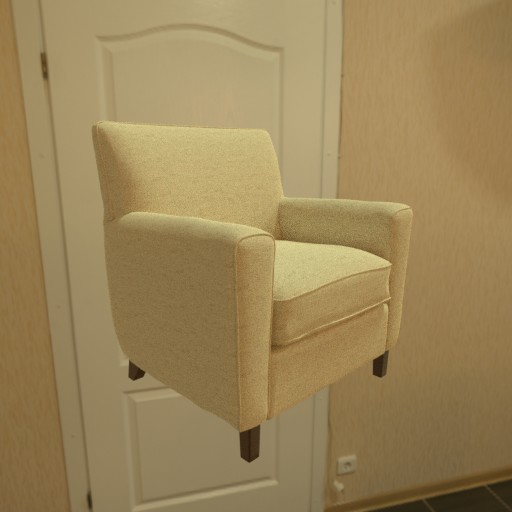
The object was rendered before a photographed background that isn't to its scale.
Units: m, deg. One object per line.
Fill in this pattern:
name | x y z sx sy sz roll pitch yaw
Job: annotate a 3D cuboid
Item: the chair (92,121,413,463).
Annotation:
chair | 0.000 0.000 1.617 0.870 0.943 0.823 -12 18 -42
